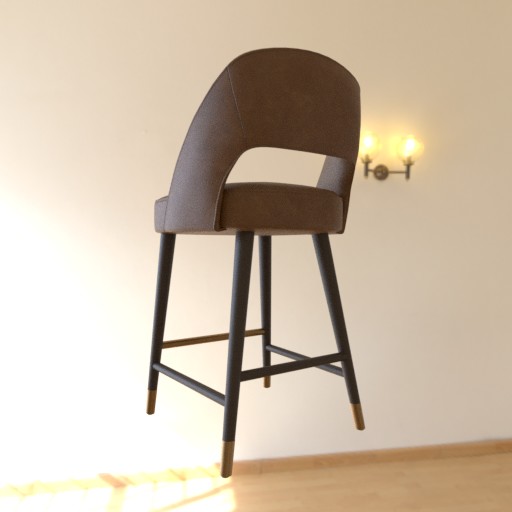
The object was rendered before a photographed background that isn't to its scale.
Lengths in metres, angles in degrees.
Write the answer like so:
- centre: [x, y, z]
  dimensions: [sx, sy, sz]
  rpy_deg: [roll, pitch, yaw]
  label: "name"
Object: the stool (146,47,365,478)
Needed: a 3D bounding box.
- centre: [0.000, 0.000, 1.226]
  dimensions: [0.494, 0.940, 0.509]
  rpy_deg: [-1, 2, -35]
  label: "stool"
